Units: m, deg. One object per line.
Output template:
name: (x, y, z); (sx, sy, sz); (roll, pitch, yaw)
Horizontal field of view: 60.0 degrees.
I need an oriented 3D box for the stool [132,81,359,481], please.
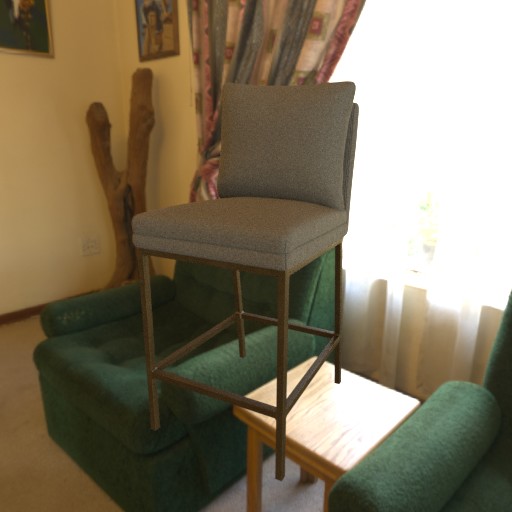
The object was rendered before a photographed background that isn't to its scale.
stool: (0.000, 0.000, 1.344); (0.463, 1.030, 0.569); (8, 18, 27)
